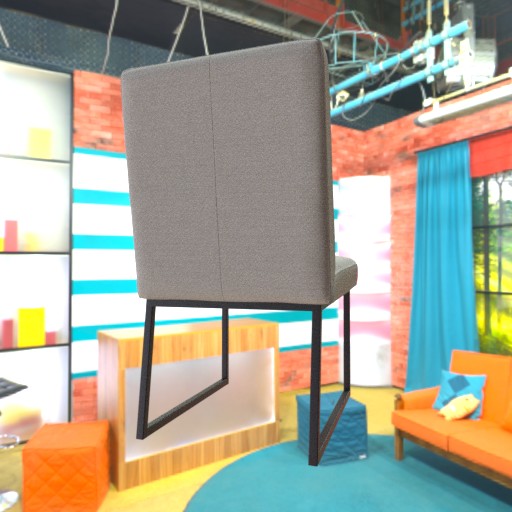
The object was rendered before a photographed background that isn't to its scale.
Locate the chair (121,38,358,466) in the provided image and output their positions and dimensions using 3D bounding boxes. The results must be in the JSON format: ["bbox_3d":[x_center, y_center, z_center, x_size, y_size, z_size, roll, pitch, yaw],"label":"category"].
[{"bbox_3d":[0.000,0.000,1.291,0.520,0.930,0.634,0,-1,19],"label":"chair"}]
